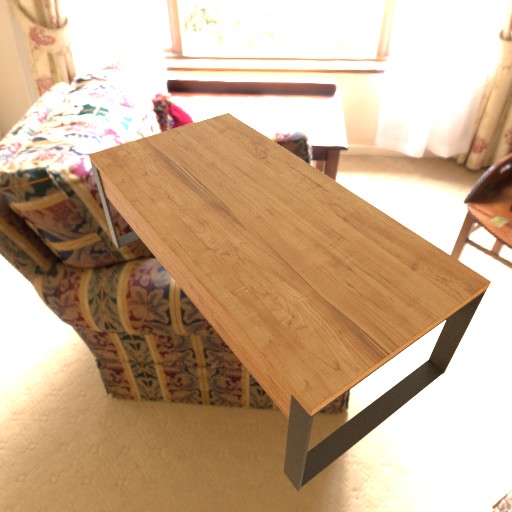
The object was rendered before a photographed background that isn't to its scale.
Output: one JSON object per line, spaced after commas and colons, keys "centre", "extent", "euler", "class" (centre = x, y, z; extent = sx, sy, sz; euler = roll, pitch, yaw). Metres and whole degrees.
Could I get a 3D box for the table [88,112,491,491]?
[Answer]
{"centre": [0.000, 0.000, 1.449], "extent": [0.590, 0.400, 1.180], "euler": [-26, 48, -26], "class": "table"}
